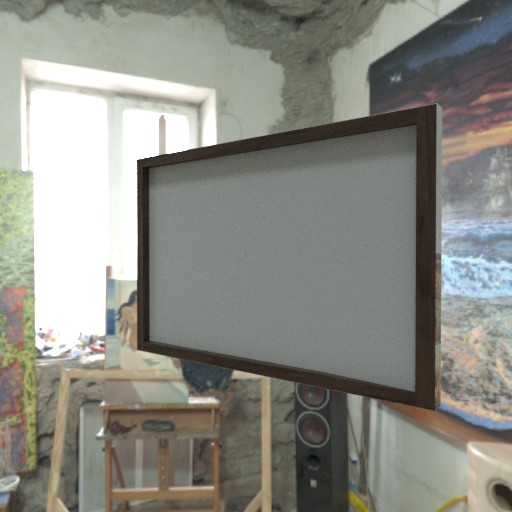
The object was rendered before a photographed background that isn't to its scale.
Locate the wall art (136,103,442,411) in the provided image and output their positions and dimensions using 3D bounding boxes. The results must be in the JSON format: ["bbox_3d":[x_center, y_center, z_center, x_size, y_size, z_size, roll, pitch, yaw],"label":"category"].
[{"bbox_3d":[0.000,0.000,1.449,1.138,0.761,0.051,1,1,36],"label":"wall art"}]
